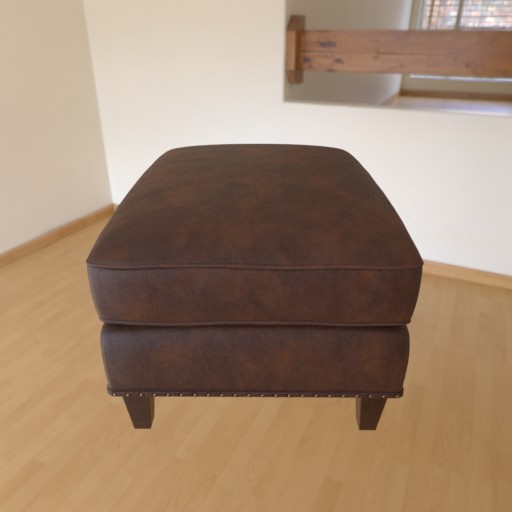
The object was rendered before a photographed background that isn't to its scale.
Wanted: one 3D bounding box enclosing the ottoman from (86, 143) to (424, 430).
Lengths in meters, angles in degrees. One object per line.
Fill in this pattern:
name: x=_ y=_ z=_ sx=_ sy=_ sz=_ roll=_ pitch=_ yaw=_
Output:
ottoman: x=0.000 y=0.000 z=1.129 sx=0.586 sy=0.486 sz=0.742 roll=0 pitch=27 yaw=0
